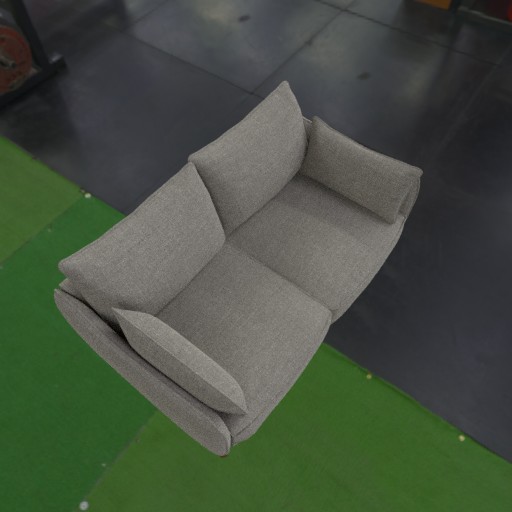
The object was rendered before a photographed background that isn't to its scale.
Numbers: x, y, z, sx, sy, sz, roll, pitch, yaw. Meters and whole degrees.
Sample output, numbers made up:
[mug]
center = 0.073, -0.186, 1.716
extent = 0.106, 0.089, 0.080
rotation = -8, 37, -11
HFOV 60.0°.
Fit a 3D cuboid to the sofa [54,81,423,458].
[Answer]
[sofa]
center = 0.000, 0.000, 2.121
extent = 0.972, 0.851, 1.580
rotation = 34, 64, 19
